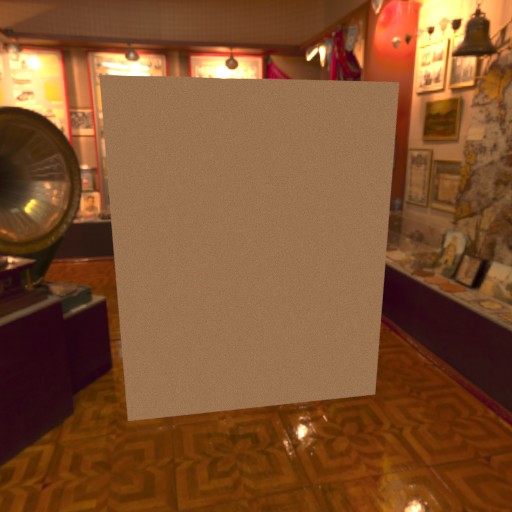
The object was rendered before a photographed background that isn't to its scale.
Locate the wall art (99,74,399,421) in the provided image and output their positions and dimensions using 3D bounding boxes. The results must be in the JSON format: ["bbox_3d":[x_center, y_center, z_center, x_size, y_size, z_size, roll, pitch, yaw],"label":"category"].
[{"bbox_3d":[0.000,0.000,0.745,0.451,0.553,0.039,-3,15,-10],"label":"wall art"}]
